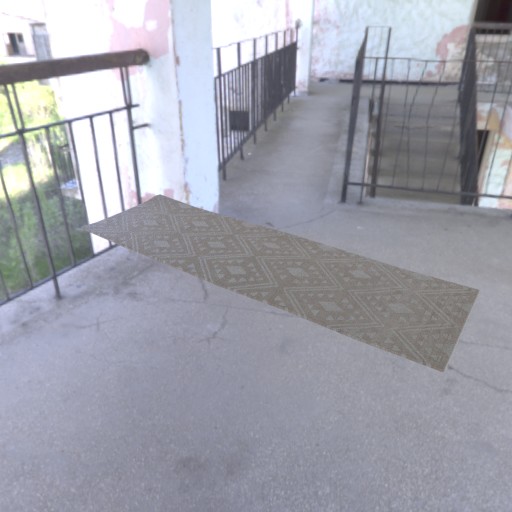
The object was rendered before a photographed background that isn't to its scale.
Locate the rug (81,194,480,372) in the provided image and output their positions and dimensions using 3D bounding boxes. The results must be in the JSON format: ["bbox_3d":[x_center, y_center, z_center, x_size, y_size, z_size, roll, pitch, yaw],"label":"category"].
[{"bbox_3d":[0.000,0.000,2.751,2.452,0.051,0.752,18,34,30],"label":"rug"}]
